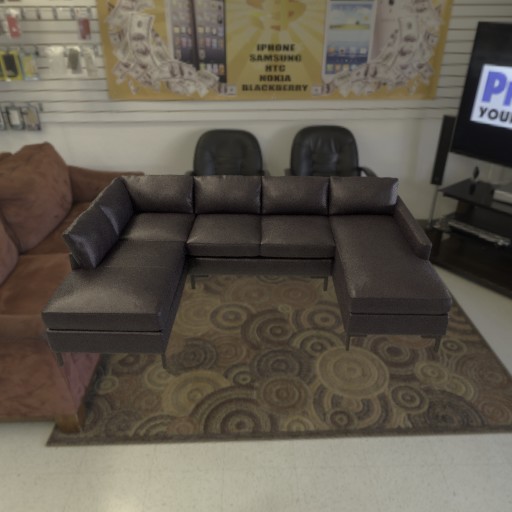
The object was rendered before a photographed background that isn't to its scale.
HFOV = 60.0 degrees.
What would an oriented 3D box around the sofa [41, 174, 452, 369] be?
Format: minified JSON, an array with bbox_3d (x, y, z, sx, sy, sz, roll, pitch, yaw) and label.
[{"bbox_3d":[0.000,0.000,3.882,2.956,0.900,1.939,1,29,1],"label":"sofa"}]
